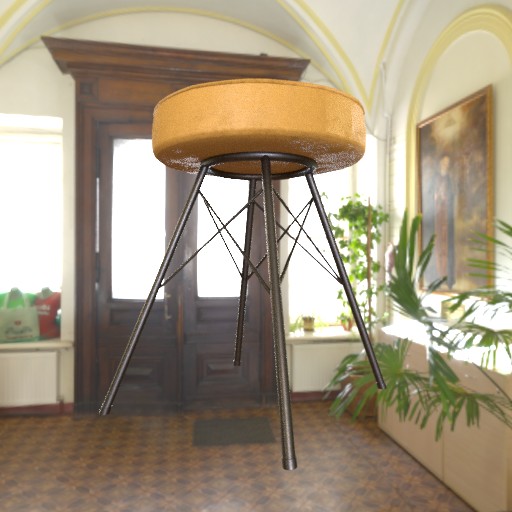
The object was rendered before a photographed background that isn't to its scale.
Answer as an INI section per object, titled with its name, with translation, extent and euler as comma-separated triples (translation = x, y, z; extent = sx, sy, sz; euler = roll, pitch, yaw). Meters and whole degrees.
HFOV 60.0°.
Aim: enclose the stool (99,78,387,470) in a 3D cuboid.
[stool]
translation = 0.000, 0.000, 0.914
extent = 0.438, 0.595, 0.472
euler = 0, 0, 35
